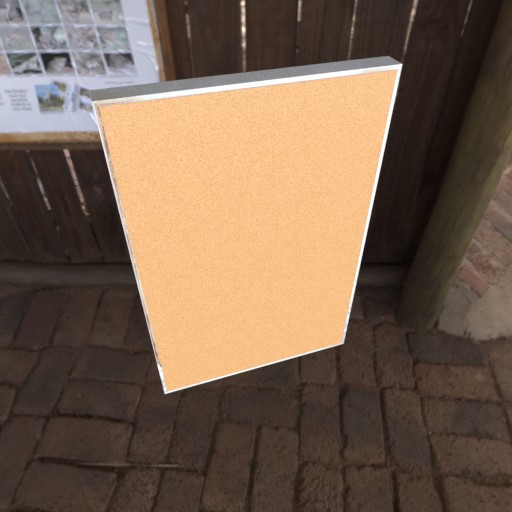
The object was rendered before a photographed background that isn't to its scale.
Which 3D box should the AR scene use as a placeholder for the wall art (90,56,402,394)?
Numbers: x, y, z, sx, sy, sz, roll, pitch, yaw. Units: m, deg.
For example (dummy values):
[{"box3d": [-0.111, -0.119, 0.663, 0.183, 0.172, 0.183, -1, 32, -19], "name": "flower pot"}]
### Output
[{"box3d": [0.000, 0.000, 0.762, 0.403, 0.607, 0.036, -12, 43, -14], "name": "wall art"}]
